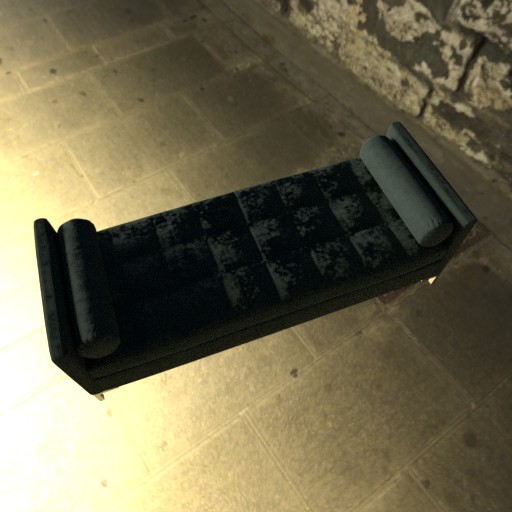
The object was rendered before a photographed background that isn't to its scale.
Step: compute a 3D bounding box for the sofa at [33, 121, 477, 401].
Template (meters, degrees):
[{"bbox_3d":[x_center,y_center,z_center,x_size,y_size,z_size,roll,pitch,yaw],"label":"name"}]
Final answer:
[{"bbox_3d":[0.000,0.000,2.463,2.102,0.657,0.797,-17,60,-11],"label":"sofa"}]
